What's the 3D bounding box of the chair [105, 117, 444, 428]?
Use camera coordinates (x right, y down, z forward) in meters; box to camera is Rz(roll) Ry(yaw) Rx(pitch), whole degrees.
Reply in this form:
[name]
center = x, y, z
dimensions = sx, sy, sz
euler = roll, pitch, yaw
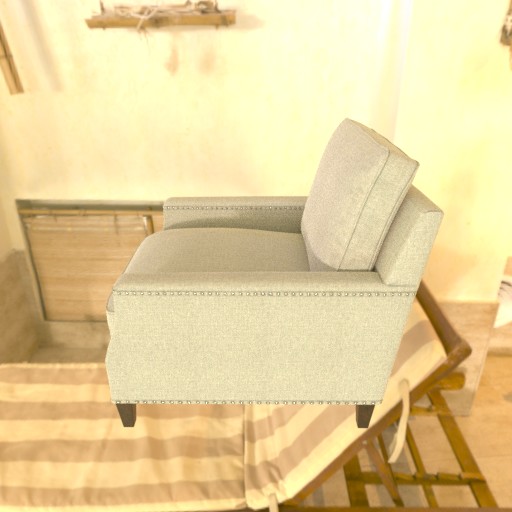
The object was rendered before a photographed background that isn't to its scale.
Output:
[chair]
center = 0.000, 0.000, 1.699
dimensions = 1.014, 0.943, 0.853
euler = 0, 25, 0
